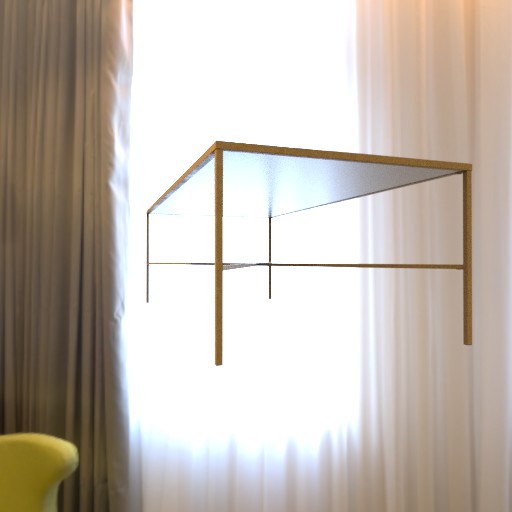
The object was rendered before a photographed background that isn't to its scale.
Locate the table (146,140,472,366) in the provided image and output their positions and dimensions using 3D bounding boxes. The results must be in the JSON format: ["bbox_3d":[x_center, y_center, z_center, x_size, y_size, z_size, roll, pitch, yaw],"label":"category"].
[{"bbox_3d":[0.000,0.000,1.444,0.580,0.398,1.206,0,0,-20],"label":"table"}]
